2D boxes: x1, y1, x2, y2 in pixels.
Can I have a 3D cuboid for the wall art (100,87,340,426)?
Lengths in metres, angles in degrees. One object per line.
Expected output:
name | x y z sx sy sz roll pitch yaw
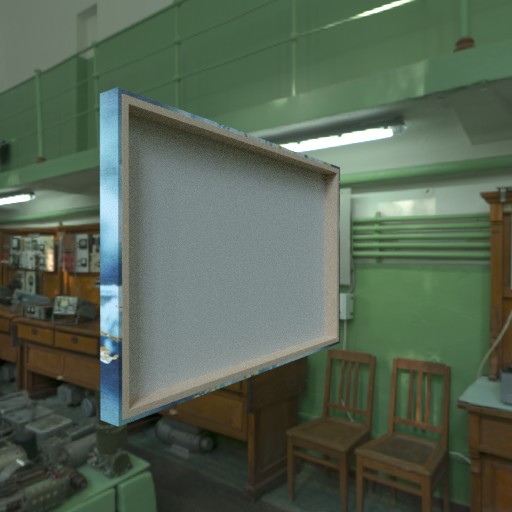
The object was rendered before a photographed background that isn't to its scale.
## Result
wall art | 0.000 0.000 0.785 0.036 0.405 0.607 0 0 36
